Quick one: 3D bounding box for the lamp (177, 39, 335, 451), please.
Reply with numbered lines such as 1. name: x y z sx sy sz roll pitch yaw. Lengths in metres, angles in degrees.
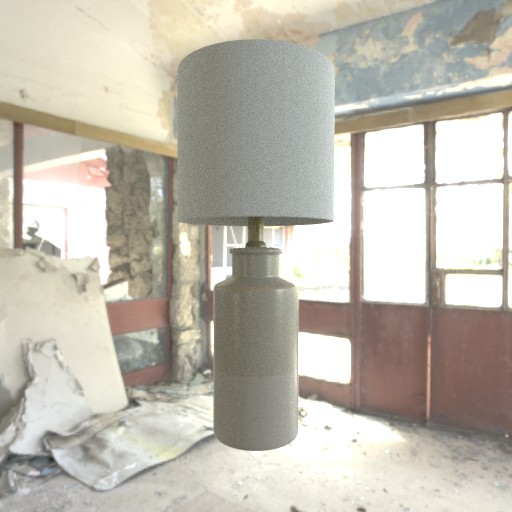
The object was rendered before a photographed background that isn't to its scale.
1. lamp: 0.000 0.000 0.609 0.212 0.493 0.212 0 1 -19
